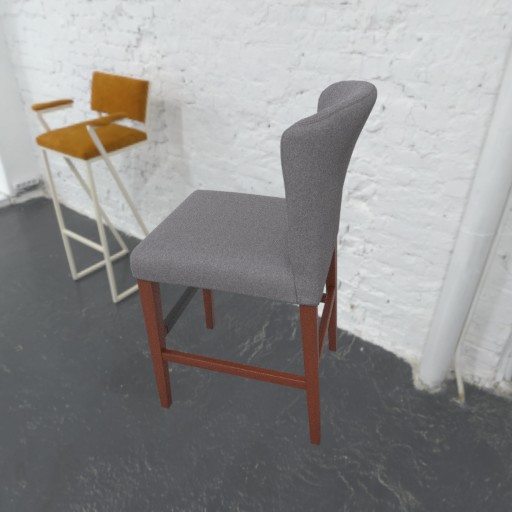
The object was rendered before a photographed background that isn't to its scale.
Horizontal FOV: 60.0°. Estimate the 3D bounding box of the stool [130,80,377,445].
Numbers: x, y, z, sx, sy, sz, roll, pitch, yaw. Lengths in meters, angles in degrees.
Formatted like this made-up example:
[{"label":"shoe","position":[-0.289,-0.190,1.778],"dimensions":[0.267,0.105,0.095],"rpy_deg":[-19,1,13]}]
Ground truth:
[{"label":"stool","position":[0.000,0.000,1.303],"dimensions":[0.568,0.968,0.481],"rpy_deg":[8,32,13]}]
